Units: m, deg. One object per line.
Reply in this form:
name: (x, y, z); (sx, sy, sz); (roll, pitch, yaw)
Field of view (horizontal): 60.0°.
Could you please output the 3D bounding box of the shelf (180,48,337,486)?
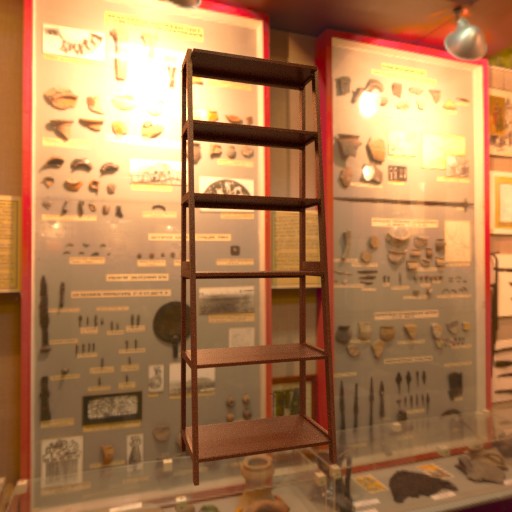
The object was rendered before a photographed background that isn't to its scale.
shelf: (0.000, 0.000, 2.111); (0.660, 1.892, 0.382); (0, -1, -18)
